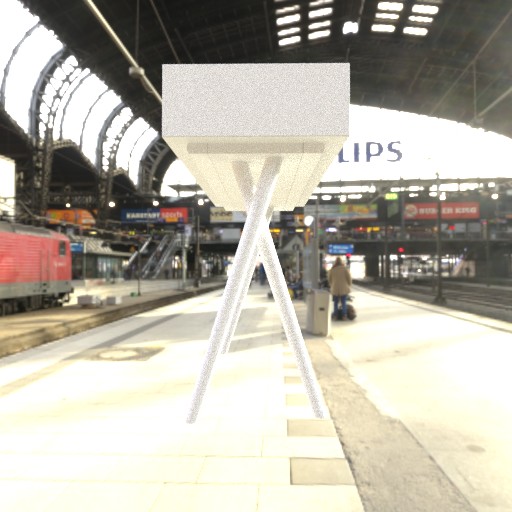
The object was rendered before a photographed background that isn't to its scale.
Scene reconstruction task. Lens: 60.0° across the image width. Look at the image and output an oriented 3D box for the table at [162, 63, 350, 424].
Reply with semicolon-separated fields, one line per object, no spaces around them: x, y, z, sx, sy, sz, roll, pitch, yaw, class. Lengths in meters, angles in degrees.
0.000;0.000;1.461;0.418;0.785;1.066;0;-2;1;table
